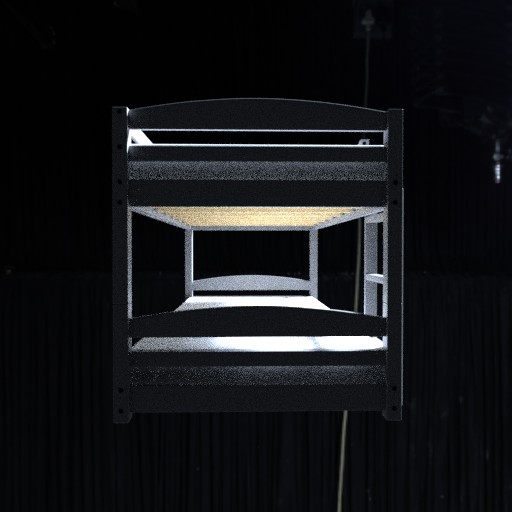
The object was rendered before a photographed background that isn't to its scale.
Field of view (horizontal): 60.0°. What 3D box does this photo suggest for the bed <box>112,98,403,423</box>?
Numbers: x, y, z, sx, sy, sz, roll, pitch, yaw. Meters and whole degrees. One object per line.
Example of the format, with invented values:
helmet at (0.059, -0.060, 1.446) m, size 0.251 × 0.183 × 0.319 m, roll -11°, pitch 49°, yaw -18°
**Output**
bed at (0.000, 0.000, 2.645) m, size 1.105 × 1.206 × 2.013 m, roll 0°, pitch 1°, yaw -1°
